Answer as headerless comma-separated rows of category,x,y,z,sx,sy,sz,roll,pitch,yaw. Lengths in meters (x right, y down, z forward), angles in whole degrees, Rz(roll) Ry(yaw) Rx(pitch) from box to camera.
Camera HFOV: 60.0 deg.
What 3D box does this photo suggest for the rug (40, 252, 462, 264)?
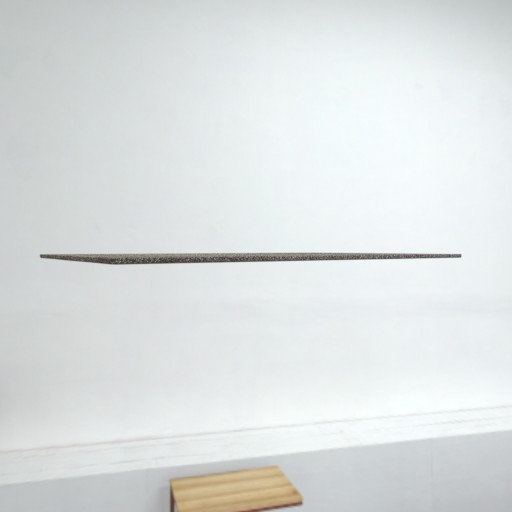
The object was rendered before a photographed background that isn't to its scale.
rug,0.000,0.000,2.917,2.352,0.025,1.501,-1,1,-35
